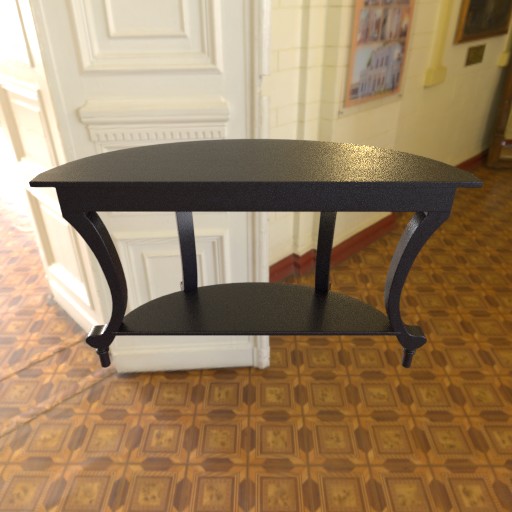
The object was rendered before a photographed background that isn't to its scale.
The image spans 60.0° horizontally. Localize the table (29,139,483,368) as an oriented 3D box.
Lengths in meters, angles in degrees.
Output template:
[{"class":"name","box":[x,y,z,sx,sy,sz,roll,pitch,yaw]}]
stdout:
[{"class":"table","box":[0.000,0.000,1.513,1.198,0.692,0.394,0,31,0]}]
